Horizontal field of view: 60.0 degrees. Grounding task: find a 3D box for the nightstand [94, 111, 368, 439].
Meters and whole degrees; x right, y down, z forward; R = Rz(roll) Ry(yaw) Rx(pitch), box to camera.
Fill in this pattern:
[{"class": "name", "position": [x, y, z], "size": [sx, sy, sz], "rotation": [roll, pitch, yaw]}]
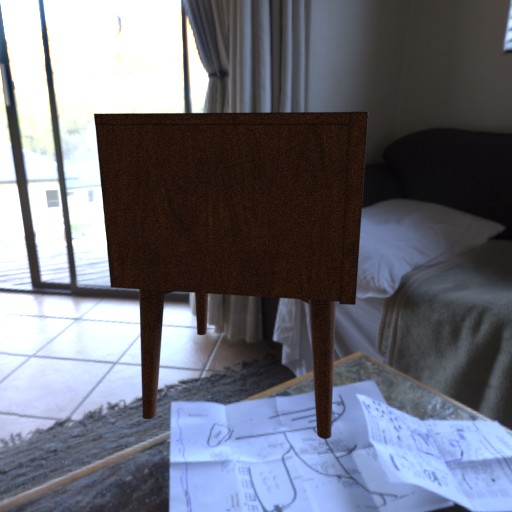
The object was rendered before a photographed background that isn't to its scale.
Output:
[{"class": "nightstand", "position": [0.000, 0.000, 1.011], "size": [0.445, 0.607, 0.521], "rotation": [3, 16, 9]}]
